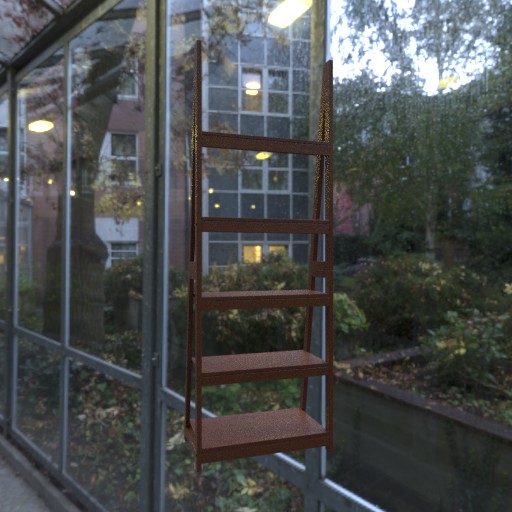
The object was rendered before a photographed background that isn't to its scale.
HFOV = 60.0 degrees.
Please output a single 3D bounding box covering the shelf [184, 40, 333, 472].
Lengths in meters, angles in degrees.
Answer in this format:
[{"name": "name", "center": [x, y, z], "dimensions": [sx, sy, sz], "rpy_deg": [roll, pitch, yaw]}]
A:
[{"name": "shelf", "center": [0.000, 0.000, 2.088], "dimensions": [0.630, 1.780, 0.356], "rpy_deg": [0, 0, -18]}]
